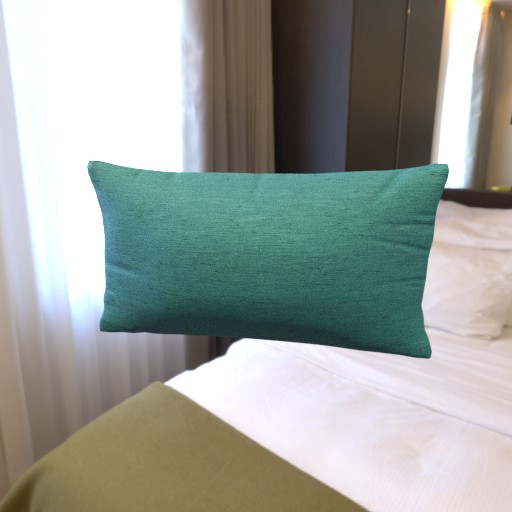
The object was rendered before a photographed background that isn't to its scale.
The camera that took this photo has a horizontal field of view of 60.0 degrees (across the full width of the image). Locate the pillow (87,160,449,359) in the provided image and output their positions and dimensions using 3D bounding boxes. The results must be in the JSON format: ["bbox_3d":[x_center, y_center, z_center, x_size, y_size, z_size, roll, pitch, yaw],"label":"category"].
[{"bbox_3d":[0.000,0.000,0.807,0.633,0.338,0.210,3,15,10],"label":"pillow"}]
